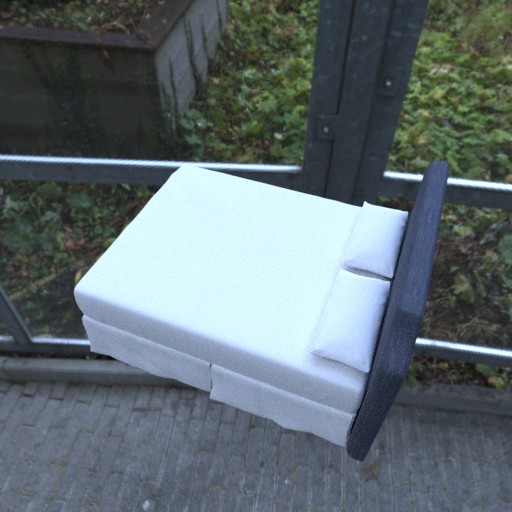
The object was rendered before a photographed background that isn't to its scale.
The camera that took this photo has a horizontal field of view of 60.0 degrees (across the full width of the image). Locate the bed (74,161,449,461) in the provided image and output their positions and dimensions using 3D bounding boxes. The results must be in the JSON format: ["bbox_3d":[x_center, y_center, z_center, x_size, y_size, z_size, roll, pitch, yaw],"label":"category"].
[{"bbox_3d":[0.000,0.000,3.090,2.116,1.290,1.693,16,49,15],"label":"bed"}]
